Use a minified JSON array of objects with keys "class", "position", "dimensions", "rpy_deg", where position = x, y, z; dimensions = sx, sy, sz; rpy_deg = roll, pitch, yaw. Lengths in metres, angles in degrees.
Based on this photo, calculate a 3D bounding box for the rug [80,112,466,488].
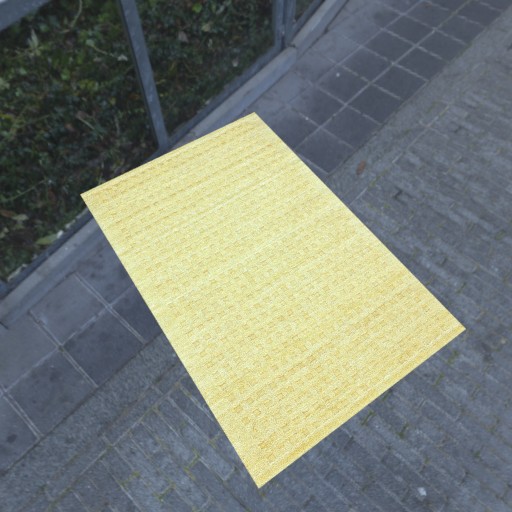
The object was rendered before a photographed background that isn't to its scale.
[{"class":"rug","position":[0.000,0.000,2.953],"dimensions":[1.524,0.006,2.286],"rpy_deg":[-30,64,-17]}]
